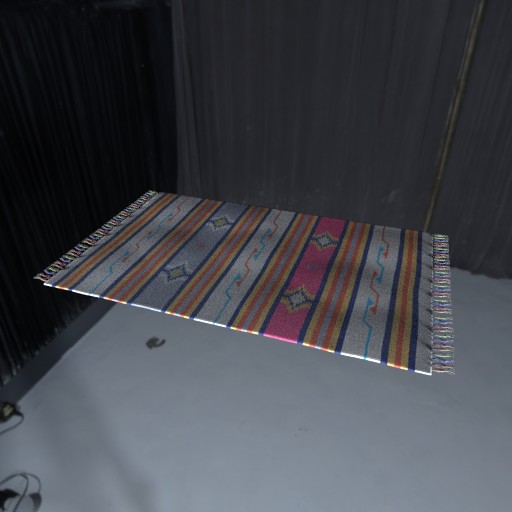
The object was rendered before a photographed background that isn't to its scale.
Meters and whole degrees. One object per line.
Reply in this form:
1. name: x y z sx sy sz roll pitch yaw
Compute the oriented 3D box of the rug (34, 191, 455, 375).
1. rug: 0.000 0.000 2.232 1.849 0.013 1.084 10 34 16
